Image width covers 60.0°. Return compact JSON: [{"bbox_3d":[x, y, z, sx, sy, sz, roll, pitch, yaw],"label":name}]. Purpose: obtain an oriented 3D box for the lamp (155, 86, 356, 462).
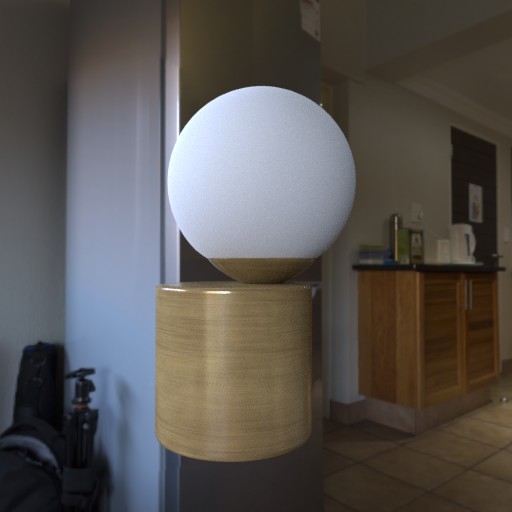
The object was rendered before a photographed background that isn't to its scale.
[{"bbox_3d":[0.000,0.000,0.336,0.152,0.250,0.141,1,-1,-37],"label":"lamp"}]
